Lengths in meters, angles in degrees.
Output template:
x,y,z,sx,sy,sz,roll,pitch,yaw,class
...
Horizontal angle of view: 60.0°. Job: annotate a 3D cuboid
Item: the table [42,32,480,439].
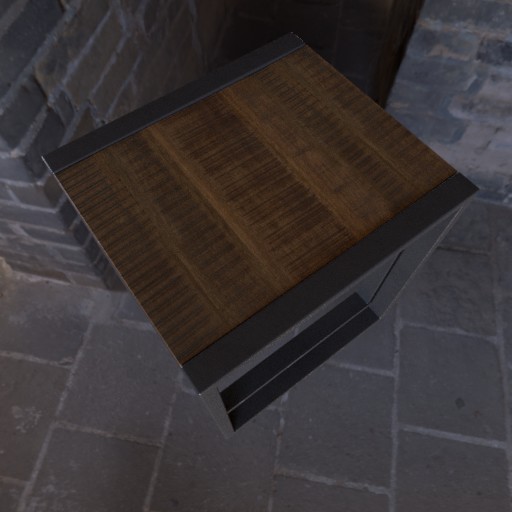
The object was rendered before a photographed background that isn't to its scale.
x,y,z,sx,sy,sz,roll,pitch,yaw,class
0.000,0.000,0.916,0.500,0.550,0.449,-33,67,-16,table
